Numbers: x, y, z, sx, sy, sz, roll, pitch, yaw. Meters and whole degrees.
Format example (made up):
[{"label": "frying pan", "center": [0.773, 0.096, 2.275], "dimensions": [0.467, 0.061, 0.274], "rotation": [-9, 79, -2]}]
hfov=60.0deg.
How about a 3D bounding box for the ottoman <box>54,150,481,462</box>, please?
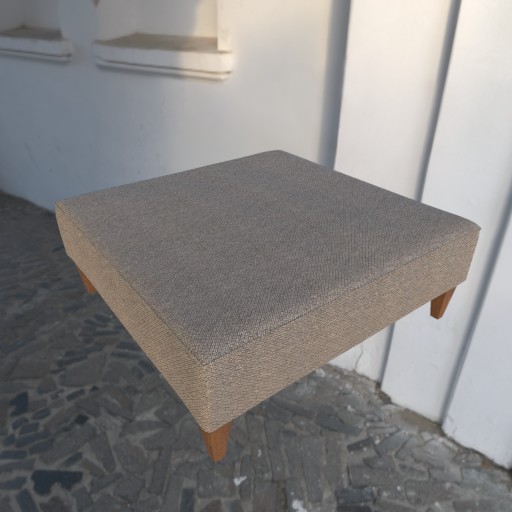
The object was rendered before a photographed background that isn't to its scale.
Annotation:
[{"label": "ottoman", "center": [0.000, 0.000, 1.470], "dimensions": [0.981, 0.378, 0.970], "rotation": [-21, 36, -31]}]
